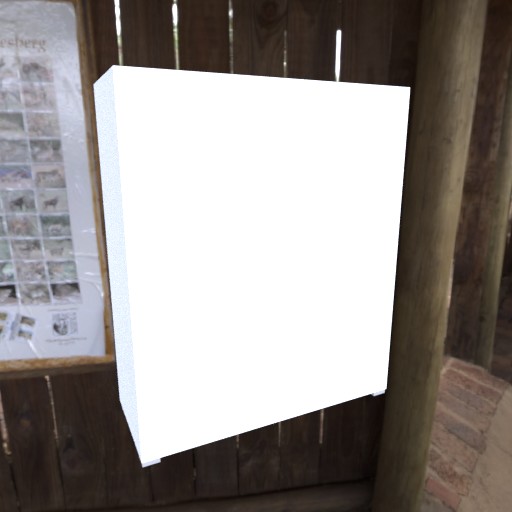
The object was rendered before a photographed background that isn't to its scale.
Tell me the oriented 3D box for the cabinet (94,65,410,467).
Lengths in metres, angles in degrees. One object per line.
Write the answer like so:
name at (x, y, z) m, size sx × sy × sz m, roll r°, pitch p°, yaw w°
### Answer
cabinet at (0.000, 0.000, 1.649) m, size 1.000 × 1.190 × 0.400 m, roll -7°, pitch 16°, yaw -25°
